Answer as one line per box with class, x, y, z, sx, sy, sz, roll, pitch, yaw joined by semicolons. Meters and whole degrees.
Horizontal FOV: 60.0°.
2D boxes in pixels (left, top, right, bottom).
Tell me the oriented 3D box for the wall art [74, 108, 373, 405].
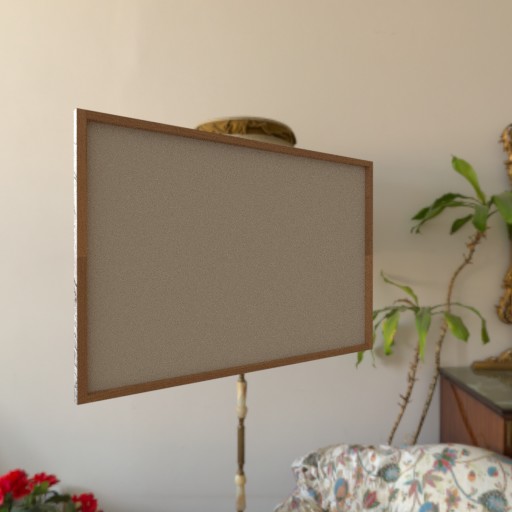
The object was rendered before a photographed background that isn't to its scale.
wall art;0.000;0.000;1.178;0.914;0.607;0.023;0;0;-35
